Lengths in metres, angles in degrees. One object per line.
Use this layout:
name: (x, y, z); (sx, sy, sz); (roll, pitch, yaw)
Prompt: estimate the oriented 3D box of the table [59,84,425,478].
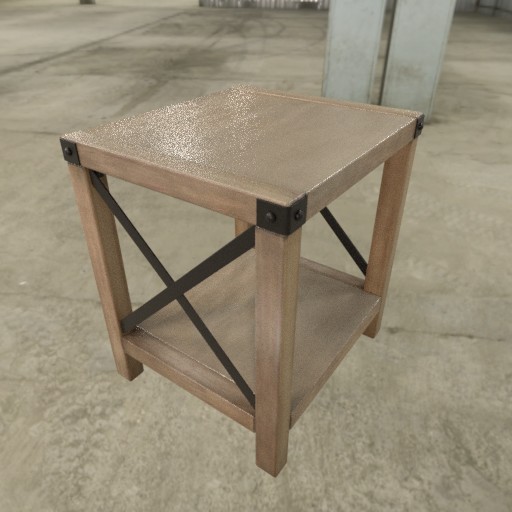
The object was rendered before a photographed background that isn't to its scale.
table: (0.000, 0.000, 0.938); (0.459, 0.561, 0.510); (21, 38, 29)
